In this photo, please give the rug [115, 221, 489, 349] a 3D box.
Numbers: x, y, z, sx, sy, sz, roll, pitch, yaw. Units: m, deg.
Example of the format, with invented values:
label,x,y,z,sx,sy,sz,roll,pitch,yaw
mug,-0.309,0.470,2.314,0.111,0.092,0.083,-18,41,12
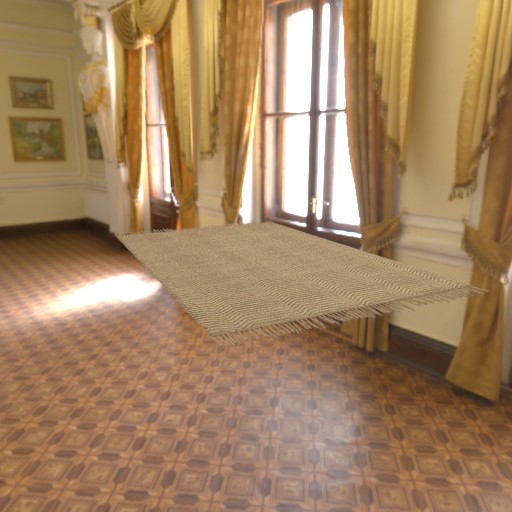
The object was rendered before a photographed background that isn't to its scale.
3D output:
label,x,y,z,sx,sy,sz,roll,pitch,yaw
rug,0.000,0.000,3.101,1.528,0.034,2.523,-7,15,-25
